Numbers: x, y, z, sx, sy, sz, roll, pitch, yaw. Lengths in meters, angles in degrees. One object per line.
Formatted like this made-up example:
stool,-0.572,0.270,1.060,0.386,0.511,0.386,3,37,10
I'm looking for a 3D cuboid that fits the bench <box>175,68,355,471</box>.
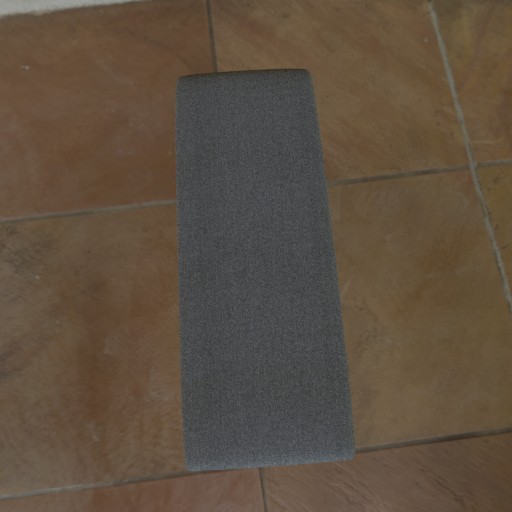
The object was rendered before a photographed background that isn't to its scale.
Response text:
bench,0.000,0.000,1.888,0.631,0.384,1.598,-4,75,-1
